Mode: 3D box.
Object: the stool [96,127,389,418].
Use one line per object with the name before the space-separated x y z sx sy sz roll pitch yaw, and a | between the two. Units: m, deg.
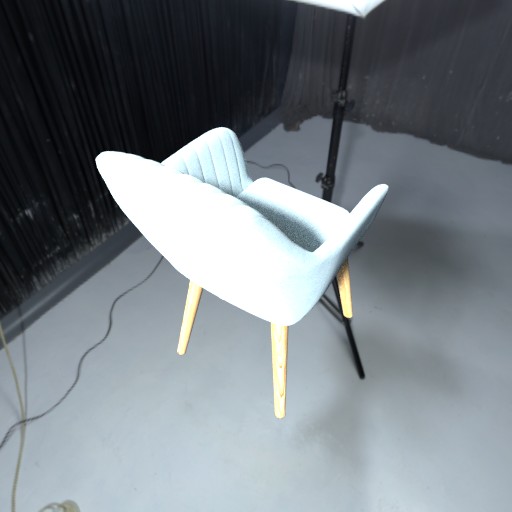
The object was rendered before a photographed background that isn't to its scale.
stool | 0.000 0.000 1.185 0.503 0.830 0.590 26 51 23
